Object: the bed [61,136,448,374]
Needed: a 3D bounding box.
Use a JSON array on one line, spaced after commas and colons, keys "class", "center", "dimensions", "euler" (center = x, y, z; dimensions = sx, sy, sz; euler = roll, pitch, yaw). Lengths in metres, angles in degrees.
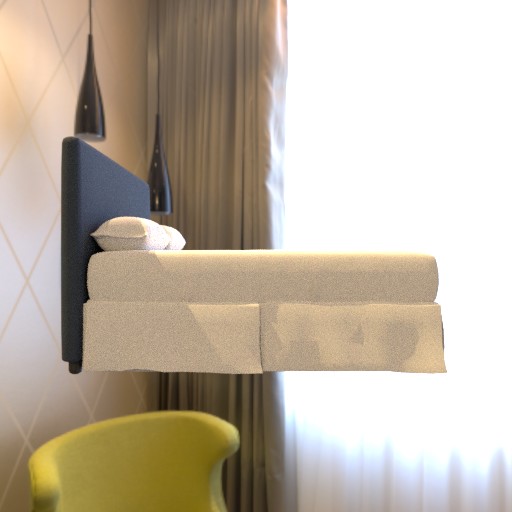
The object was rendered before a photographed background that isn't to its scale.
[{"class": "bed", "center": [0.000, 0.000, 3.245], "dimensions": [2.162, 1.330, 1.713], "euler": [0, 0, 0]}]
